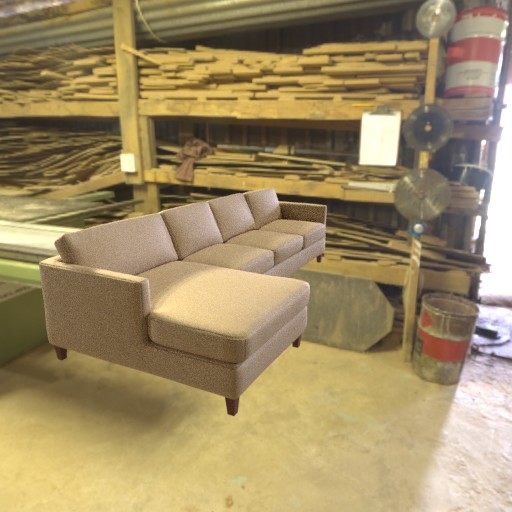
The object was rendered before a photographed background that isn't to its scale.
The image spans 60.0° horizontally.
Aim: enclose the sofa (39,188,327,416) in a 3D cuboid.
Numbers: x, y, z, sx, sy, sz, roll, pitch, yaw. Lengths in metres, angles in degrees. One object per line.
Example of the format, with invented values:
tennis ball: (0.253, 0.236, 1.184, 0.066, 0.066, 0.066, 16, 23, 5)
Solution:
sofa: (0.000, 0.000, 3.876, 1.502, 0.876, 3.201, 8, 17, 26)
